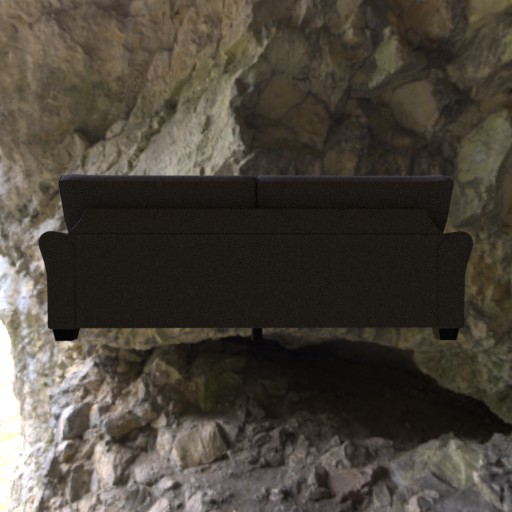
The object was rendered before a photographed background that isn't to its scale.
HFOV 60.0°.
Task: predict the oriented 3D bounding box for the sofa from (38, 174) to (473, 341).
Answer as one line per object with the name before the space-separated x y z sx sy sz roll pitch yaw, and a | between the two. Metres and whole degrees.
sofa | 0.000 0.000 2.502 2.032 0.813 0.889 0 -1 -1
